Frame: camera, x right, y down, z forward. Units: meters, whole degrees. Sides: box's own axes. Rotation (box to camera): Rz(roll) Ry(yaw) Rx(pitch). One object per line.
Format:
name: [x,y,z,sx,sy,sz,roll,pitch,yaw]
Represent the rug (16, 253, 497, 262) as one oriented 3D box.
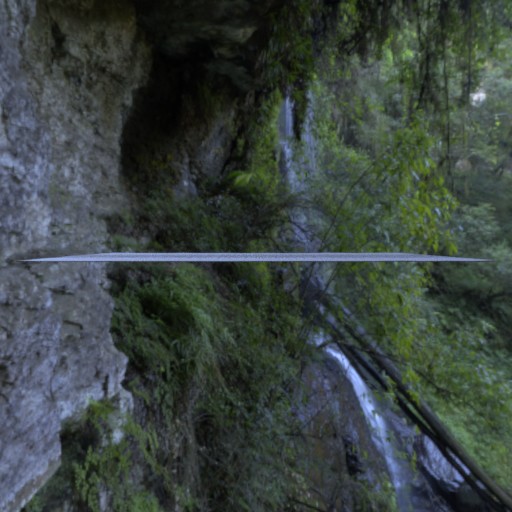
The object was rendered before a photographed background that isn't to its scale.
rug: [0.000,0.000,3.006,2.440,0.012,1.522,0,2,0]
